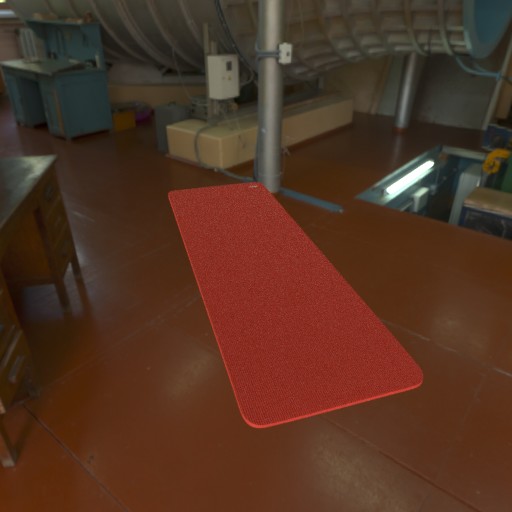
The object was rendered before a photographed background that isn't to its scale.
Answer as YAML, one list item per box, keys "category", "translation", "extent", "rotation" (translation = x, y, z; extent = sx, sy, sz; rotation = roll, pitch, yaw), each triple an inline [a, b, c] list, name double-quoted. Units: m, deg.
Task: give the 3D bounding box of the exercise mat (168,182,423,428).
- category: "exercise mat"
  translation: [0.000, 0.000, 2.114]
  extent: [0.616, 0.021, 1.869]
  rotation: [-9, 32, -14]
